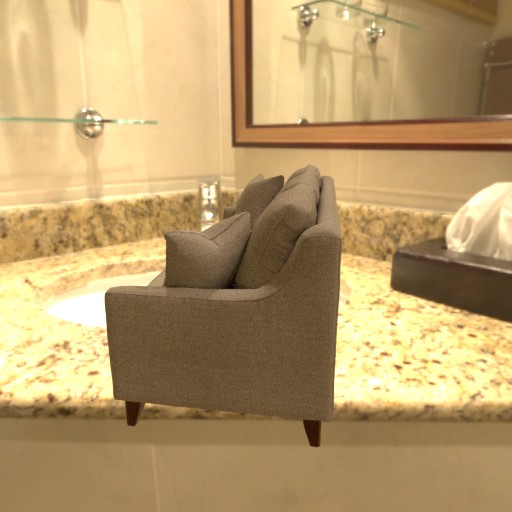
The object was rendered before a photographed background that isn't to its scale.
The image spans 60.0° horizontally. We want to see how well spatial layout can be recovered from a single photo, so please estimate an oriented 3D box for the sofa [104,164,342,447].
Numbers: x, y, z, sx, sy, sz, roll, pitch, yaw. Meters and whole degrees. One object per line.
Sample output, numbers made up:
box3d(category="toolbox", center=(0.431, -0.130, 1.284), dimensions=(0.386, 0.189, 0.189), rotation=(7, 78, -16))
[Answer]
box3d(category="sofa", center=(0.000, 0.000, 2.495), dimensions=(0.865, 0.914, 2.031), rotation=(2, 15, 9))
